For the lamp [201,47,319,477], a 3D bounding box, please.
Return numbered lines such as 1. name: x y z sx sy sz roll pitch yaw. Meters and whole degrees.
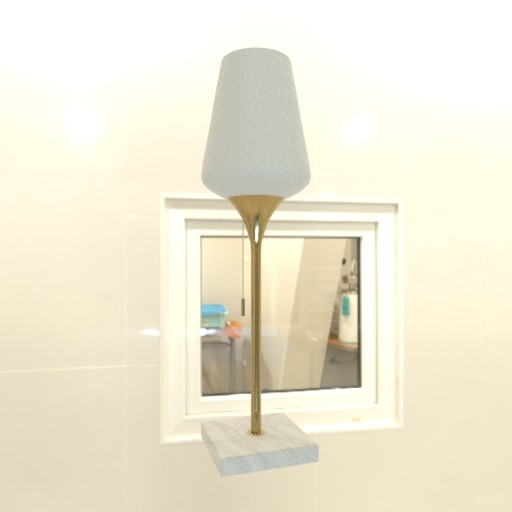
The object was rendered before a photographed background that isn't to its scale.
1. lamp: 0.000 0.000 0.735 0.181 0.639 0.181 0 0 -18
